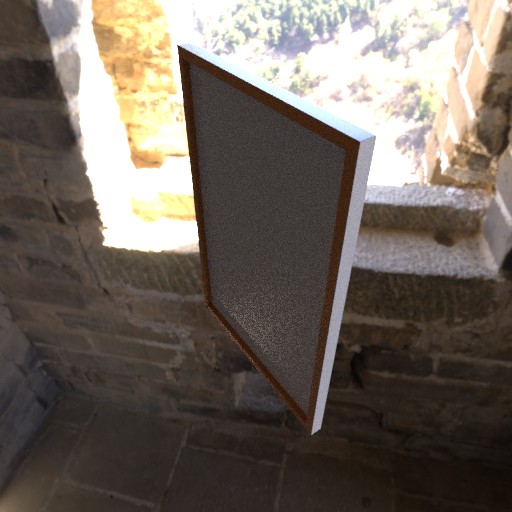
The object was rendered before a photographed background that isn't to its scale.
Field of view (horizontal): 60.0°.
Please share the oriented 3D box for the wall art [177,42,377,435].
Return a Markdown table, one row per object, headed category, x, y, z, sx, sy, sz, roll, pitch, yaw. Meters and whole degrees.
| category | x | y | z | sx | sy | sz | roll | pitch | yaw |
| --- | --- | --- | --- | --- | --- | --- | --- | --- | --- |
| wall art | 0.000 | 0.000 | 0.778 | 0.025 | 0.608 | 0.405 | -25 | 47 | -25 |
